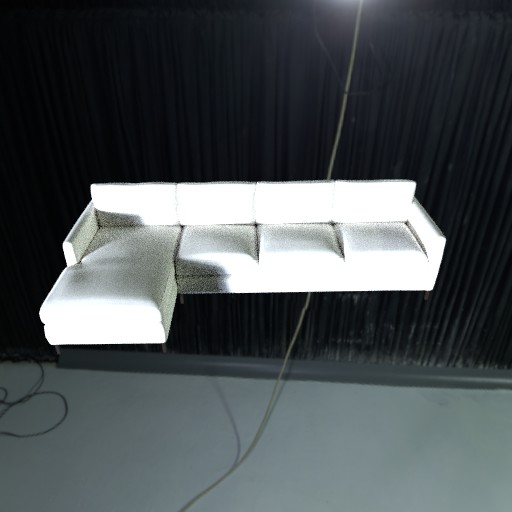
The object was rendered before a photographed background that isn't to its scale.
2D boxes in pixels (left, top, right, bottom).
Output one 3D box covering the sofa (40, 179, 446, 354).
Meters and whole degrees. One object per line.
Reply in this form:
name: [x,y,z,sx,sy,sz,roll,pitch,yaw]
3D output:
sofa: [0.000,0.000,3.809,3.186,0.875,1.467,-1,33,-1]
